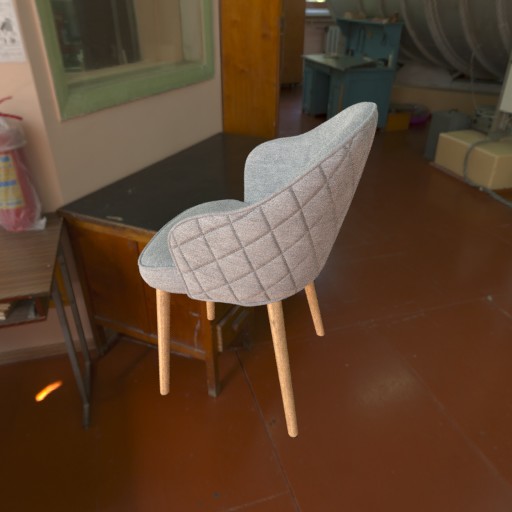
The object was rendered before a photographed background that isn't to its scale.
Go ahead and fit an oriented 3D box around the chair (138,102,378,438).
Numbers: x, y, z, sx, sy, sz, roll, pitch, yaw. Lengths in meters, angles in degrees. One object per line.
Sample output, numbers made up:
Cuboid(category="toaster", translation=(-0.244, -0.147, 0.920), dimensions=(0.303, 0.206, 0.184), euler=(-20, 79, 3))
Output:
Cuboid(category="chair", translation=(0.000, 0.000, 1.182), dimensions=(0.530, 0.800, 0.540), euler=(9, 32, 15))
